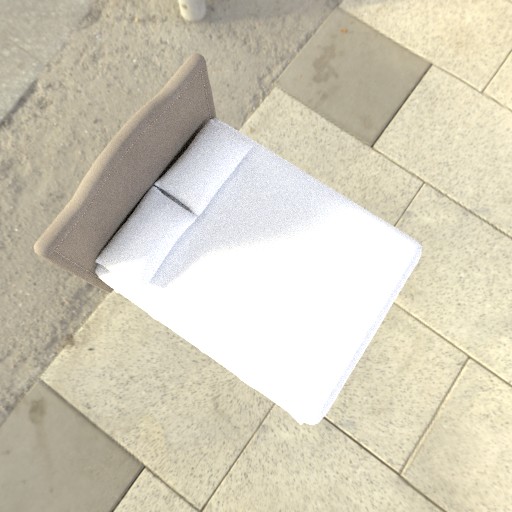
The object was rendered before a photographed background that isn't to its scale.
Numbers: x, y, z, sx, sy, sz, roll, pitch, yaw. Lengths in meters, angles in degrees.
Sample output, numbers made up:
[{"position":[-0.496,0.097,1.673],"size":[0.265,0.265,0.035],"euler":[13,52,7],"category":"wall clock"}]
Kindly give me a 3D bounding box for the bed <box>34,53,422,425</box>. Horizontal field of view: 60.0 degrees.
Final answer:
[{"position":[0.000,0.000,3.299],"size":[2.128,1.441,1.744],"euler":[33,78,8],"category":"bed"}]
